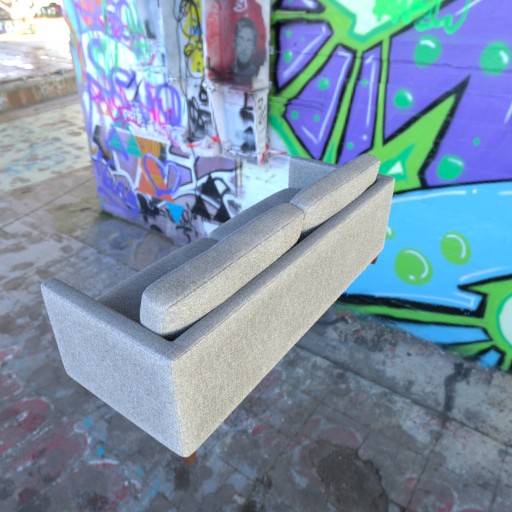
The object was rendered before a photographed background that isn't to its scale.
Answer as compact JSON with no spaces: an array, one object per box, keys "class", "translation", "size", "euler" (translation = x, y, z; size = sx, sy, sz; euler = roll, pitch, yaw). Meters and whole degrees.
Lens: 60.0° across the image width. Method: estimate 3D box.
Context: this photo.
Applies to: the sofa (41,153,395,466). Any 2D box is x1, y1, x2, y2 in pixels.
[{"class":"sofa","translation":[0.000,0.000,2.924],"size":[0.948,0.951,2.434],"euler":[20,37,30]}]
